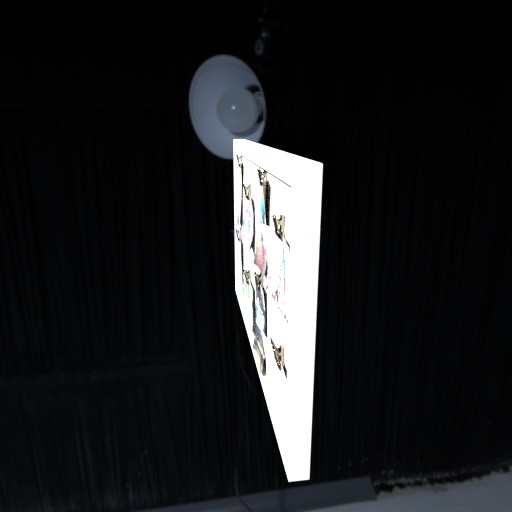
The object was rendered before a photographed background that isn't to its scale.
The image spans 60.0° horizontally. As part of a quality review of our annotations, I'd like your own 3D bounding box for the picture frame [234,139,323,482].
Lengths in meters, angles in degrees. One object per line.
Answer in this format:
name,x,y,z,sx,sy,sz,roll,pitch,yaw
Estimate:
picture frame,0.000,0.000,0.788,0.044,0.379,0.647,-2,17,-8
